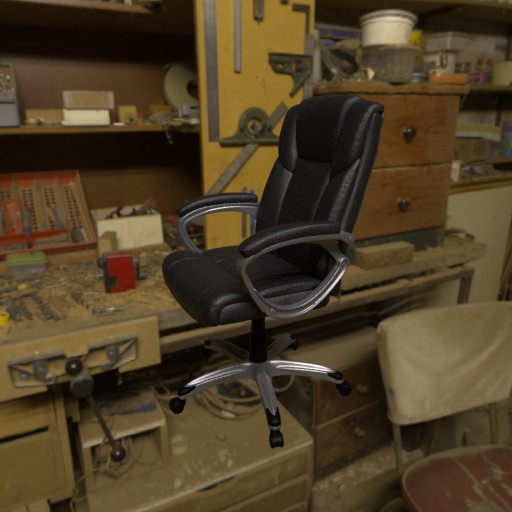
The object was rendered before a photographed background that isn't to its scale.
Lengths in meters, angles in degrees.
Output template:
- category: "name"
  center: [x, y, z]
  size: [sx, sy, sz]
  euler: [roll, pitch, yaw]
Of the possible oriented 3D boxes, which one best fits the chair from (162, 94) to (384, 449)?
- category: "chair"
  center: [0.000, 0.000, 1.637]
  size: [0.719, 1.130, 0.721]
  euler: [-8, 20, -24]
